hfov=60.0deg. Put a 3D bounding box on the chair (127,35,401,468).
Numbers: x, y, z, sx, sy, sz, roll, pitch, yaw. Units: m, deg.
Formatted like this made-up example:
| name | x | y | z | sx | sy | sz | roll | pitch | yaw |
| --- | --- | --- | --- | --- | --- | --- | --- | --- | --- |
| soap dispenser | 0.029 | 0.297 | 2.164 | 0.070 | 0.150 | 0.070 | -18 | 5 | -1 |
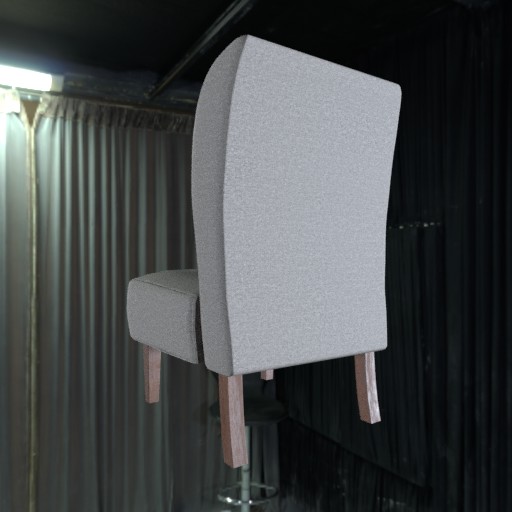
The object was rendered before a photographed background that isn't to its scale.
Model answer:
| name | x | y | z | sx | sy | sz | roll | pitch | yaw |
| --- | --- | --- | --- | --- | --- | --- | --- | --- | --- |
| chair | 0.000 | 0.000 | 1.155 | 0.513 | 0.804 | 0.592 | 0 | 0 | -35 |
